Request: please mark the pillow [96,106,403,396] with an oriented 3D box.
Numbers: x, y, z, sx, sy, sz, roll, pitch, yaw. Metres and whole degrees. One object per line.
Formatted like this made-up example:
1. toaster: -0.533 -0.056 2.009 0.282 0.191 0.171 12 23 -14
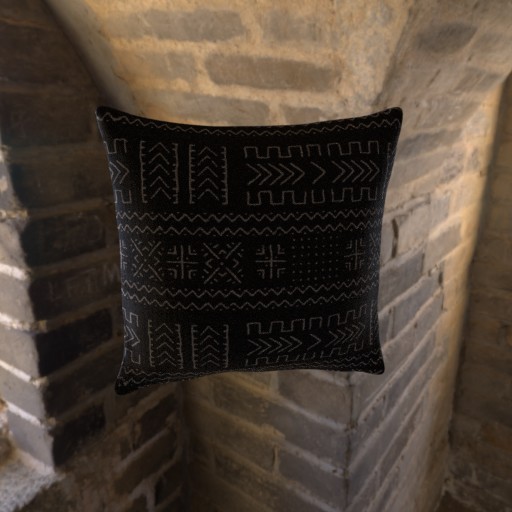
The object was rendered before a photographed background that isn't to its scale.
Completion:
1. pillow: 0.000 0.000 0.663 0.438 0.430 0.164 -2 15 -9
